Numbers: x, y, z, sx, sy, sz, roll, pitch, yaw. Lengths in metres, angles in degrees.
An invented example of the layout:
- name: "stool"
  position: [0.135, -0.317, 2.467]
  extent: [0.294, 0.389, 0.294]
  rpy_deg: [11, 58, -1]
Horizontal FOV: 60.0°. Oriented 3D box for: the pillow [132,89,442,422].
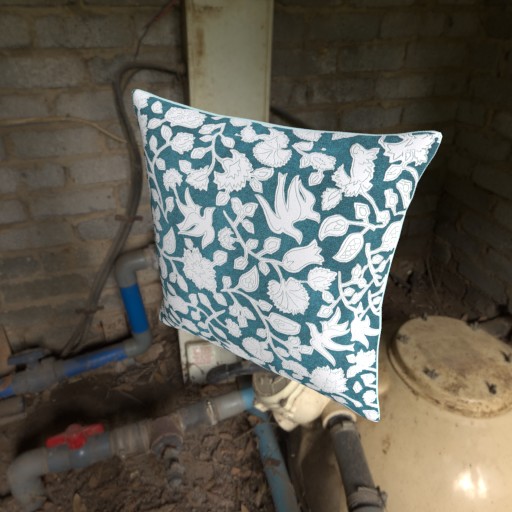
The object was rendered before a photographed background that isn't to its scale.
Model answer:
- name: "pillow"
  position: [0.000, 0.000, 0.778]
  extent: [0.525, 0.508, 0.166]
  rpy_deg: [18, 35, 28]
